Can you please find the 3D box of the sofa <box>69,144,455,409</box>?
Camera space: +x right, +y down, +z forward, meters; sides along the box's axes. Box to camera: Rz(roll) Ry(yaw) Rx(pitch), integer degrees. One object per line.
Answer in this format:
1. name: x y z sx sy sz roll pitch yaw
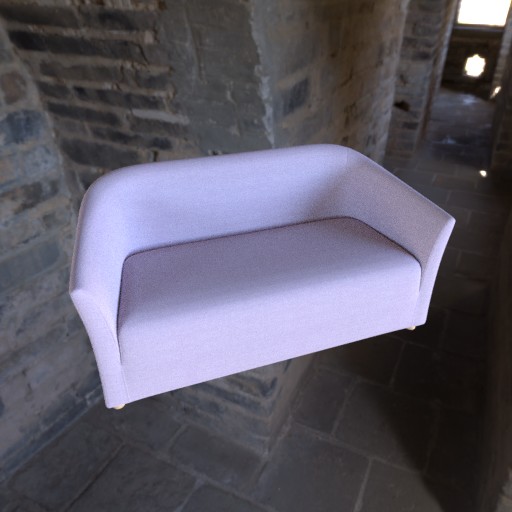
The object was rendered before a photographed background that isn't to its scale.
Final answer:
1. sofa: 0.000 0.000 1.937 1.452 0.721 0.705 -11 33 -17
